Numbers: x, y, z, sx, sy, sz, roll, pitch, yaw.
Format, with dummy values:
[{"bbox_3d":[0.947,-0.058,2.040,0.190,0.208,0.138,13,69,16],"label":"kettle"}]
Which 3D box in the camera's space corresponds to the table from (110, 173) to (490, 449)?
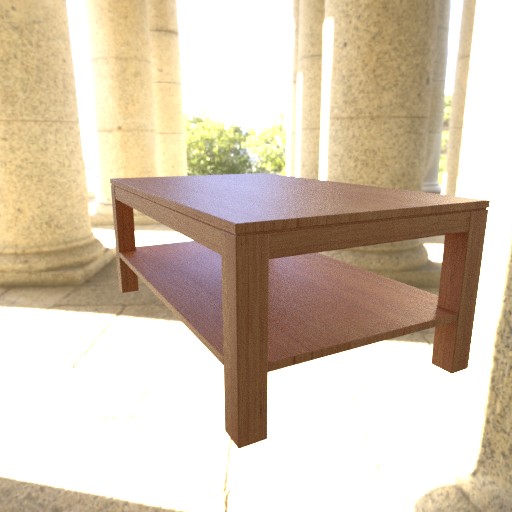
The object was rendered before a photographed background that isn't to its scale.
[{"bbox_3d":[0.000,0.000,1.477,0.695,0.457,1.146,-8,16,-27],"label":"table"}]
